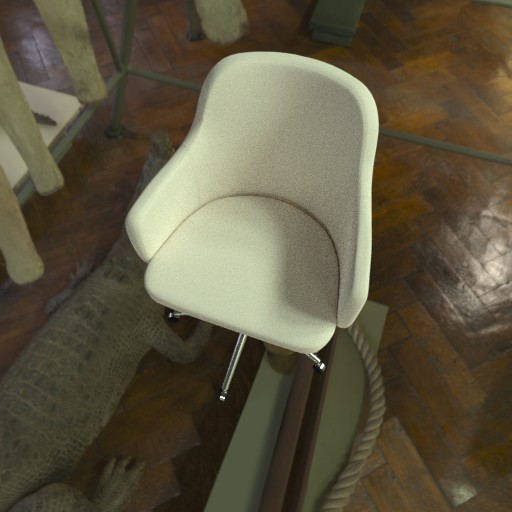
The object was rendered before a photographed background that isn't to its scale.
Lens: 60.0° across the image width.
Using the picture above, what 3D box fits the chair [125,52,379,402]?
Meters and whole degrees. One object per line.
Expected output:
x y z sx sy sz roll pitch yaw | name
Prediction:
0.000 0.000 1.225 0.602 0.819 0.647 18 61 10 | chair
